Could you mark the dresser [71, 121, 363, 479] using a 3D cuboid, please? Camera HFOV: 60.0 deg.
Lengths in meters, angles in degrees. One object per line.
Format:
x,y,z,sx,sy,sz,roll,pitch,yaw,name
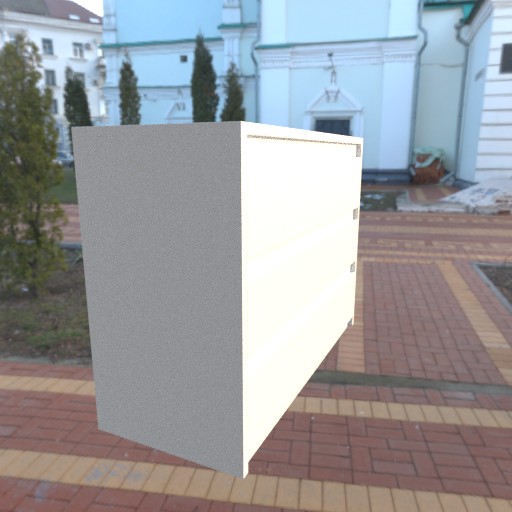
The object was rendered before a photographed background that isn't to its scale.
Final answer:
0.000,0.000,1.546,0.460,0.820,1.100,6,14,25,dresser
